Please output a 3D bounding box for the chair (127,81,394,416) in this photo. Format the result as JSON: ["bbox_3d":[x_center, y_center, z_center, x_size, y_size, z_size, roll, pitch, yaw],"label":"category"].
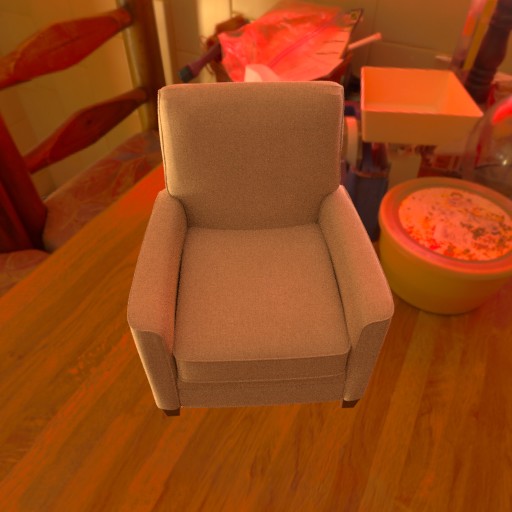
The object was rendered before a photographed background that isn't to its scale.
[{"bbox_3d":[0.000,0.000,1.682,0.845,1.023,0.859,-2,45,-2],"label":"chair"}]
